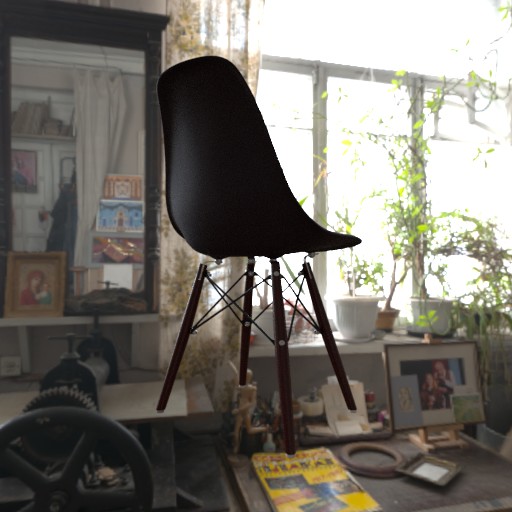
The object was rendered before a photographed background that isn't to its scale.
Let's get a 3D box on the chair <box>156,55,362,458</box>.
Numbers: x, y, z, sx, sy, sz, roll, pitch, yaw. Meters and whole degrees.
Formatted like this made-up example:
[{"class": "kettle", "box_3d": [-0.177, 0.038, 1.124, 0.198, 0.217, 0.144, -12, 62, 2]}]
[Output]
[{"class": "chair", "box_3d": [0.000, 0.000, 1.155, 0.470, 0.826, 0.533, 0, -1, 37]}]
